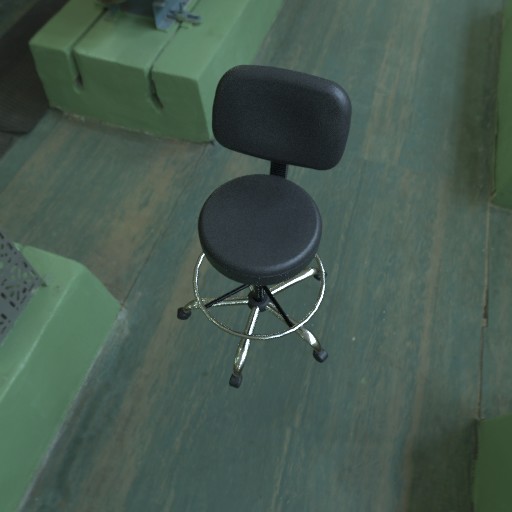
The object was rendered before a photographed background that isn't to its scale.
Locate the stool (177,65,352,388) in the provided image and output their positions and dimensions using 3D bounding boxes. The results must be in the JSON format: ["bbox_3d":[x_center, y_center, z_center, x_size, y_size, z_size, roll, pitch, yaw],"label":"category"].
[{"bbox_3d":[0.000,0.000,1.549,0.694,1.069,0.658,14,59,9],"label":"stool"}]
